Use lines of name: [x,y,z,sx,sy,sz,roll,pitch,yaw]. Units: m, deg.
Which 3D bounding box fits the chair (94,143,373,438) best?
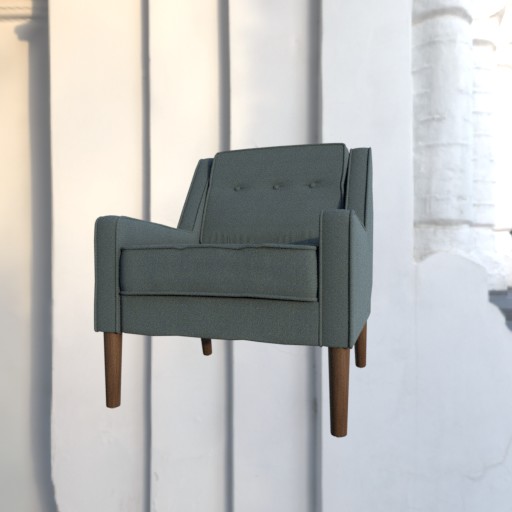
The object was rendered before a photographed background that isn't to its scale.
chair: [0.000,0.000,1.358,0.663,0.780,0.733,0,1,18]
